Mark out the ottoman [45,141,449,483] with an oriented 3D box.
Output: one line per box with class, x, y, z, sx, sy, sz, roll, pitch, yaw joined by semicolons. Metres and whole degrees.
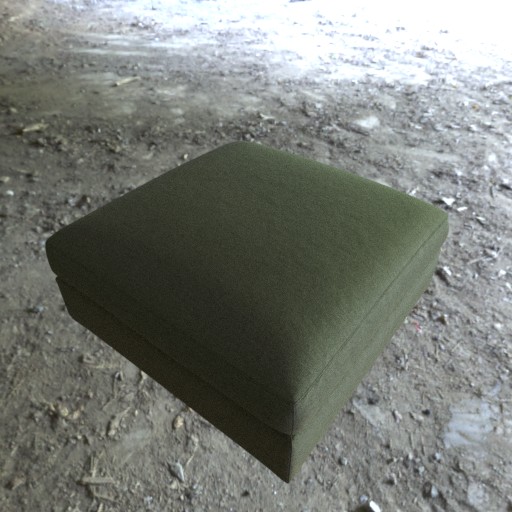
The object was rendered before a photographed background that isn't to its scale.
ottoman;0.000;0.000;1.614;1.041;0.470;1.041;26;46;29
